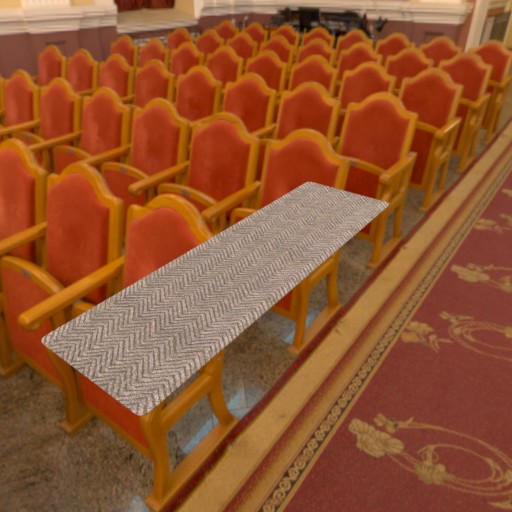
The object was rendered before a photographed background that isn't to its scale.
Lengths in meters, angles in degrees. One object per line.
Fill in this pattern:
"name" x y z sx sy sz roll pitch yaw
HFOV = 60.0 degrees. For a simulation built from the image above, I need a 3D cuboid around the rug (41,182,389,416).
"rug" 0.000 0.000 2.560 0.686 0.008 2.286 22 38 31
